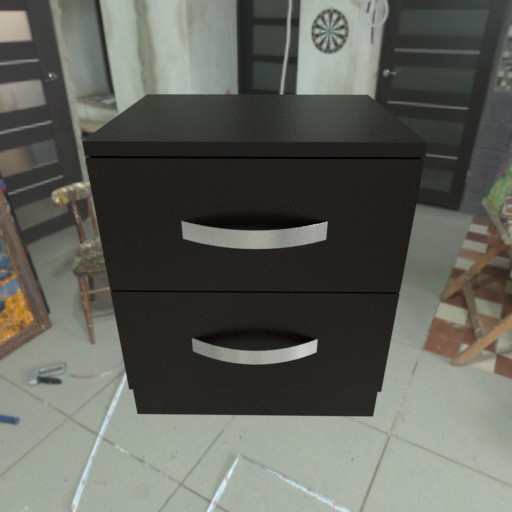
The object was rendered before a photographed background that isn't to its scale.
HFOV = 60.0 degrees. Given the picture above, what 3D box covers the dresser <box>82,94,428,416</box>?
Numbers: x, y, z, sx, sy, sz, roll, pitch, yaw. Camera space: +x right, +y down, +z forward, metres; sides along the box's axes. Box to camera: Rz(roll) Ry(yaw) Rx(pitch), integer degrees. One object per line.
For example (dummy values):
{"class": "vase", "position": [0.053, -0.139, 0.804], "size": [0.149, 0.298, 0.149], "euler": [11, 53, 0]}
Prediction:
{"class": "dresser", "position": [0.000, 0.000, 0.759], "size": [0.400, 0.470, 0.360], "euler": [0, 29, 1]}
